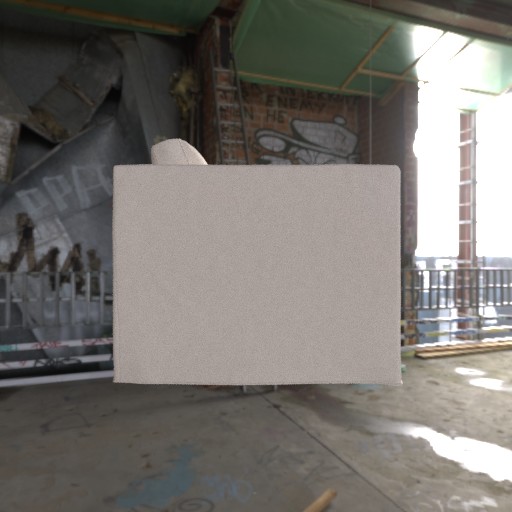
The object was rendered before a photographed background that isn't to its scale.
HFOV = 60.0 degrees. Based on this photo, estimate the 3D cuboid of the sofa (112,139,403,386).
[{"bbox_3d":[0.000,0.000,2.281,0.962,0.834,1.746,0,0,0],"label":"sofa"}]
